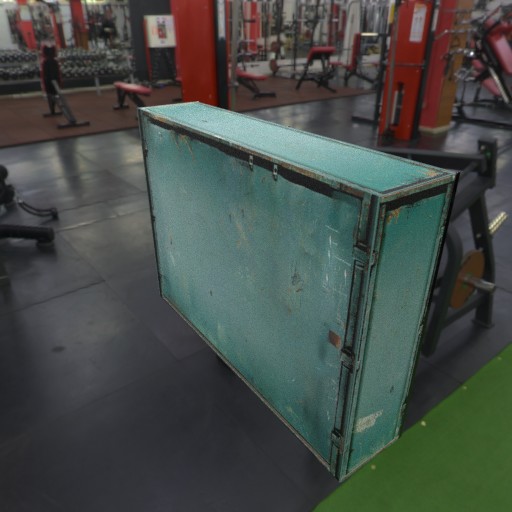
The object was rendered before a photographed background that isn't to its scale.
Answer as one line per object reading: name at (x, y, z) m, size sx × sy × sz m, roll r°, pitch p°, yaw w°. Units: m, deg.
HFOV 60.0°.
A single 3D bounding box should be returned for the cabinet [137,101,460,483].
cabinet at (0.000, 0.000, 3.900) m, size 0.680 × 2.160 × 3.001 m, roll -19°, pitch 33°, yaw -31°
